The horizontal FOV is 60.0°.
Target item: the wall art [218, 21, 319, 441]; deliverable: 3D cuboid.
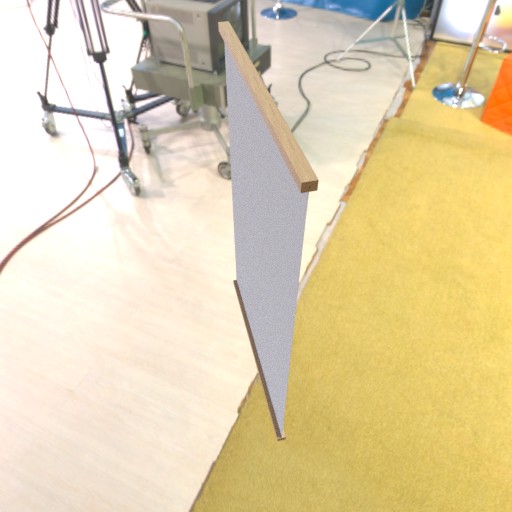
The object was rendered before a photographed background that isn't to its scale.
[{"bbox_3d":[0.000,0.000,0.754,0.016,0.611,0.401,-10,48,-10],"label":"wall art"}]
